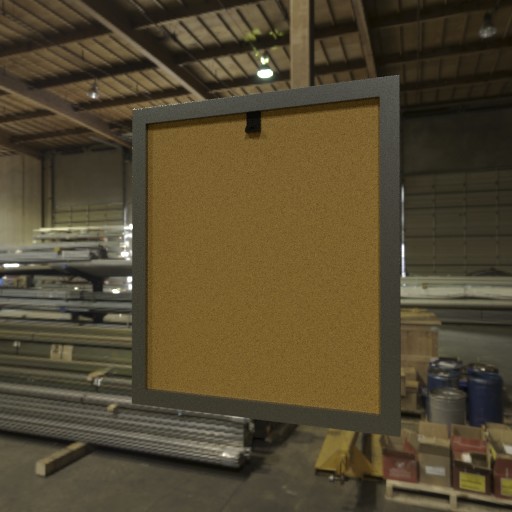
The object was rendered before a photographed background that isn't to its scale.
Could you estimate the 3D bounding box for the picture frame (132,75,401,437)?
[{"bbox_3d":[0.000,0.000,1.355,0.839,0.968,0.073,0,-1,19],"label":"picture frame"}]
